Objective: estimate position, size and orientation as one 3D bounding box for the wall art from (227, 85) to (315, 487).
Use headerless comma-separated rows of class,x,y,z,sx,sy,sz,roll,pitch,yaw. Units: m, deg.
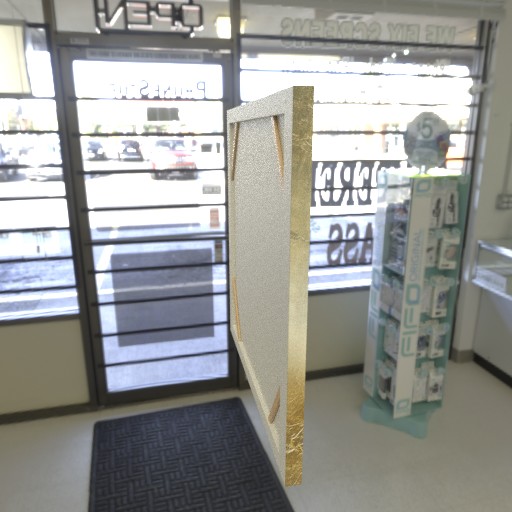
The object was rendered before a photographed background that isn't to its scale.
wall art,0.000,0.000,1.661,0.051,1.091,1.092,-3,16,-11
